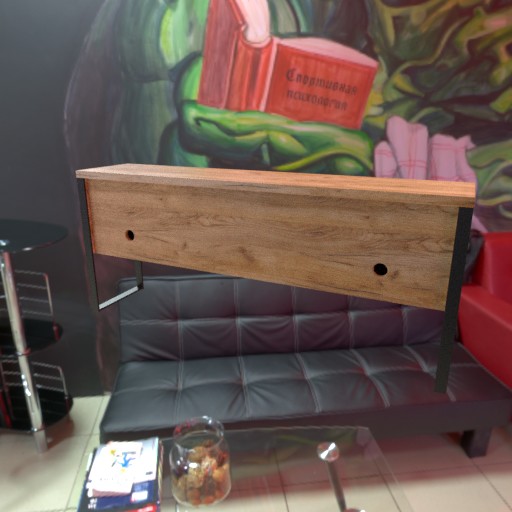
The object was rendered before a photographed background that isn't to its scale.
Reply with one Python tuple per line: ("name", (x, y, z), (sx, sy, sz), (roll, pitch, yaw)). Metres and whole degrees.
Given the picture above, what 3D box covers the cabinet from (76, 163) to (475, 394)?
("cabinet", (0.000, 0.000, 2.125), (1.800, 0.762, 0.395), (8, 19, 24))
